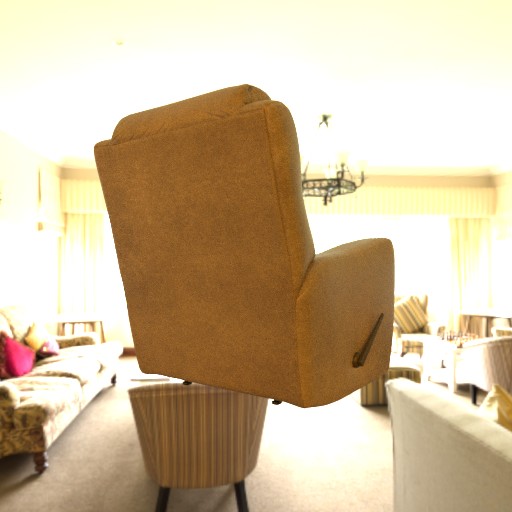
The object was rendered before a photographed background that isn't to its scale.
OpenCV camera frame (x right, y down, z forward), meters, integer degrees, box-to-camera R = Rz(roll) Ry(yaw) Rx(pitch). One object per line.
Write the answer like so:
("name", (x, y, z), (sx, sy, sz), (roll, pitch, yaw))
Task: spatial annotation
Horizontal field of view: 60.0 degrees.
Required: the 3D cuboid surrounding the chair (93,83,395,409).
("chair", (0.000, 0.000, 1.941), (0.967, 1.116, 1.068), (-1, -1, 35))
